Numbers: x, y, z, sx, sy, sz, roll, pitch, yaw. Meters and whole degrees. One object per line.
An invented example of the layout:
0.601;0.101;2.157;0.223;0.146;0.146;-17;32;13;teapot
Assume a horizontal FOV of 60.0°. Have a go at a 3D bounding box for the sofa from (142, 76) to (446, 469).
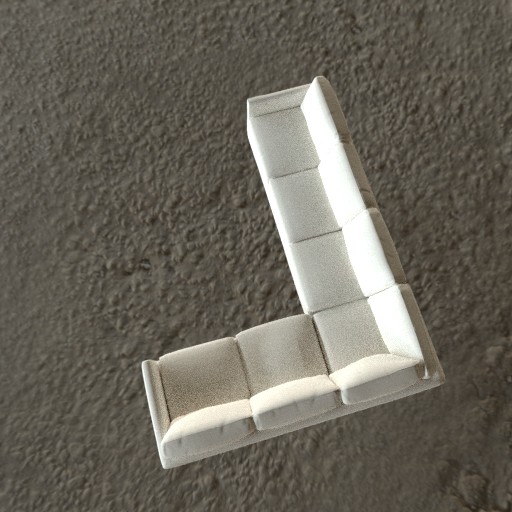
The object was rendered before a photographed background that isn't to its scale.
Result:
0.000;0.000;4.445;2.593;0.947;3.302;-15;74;-4;sofa
